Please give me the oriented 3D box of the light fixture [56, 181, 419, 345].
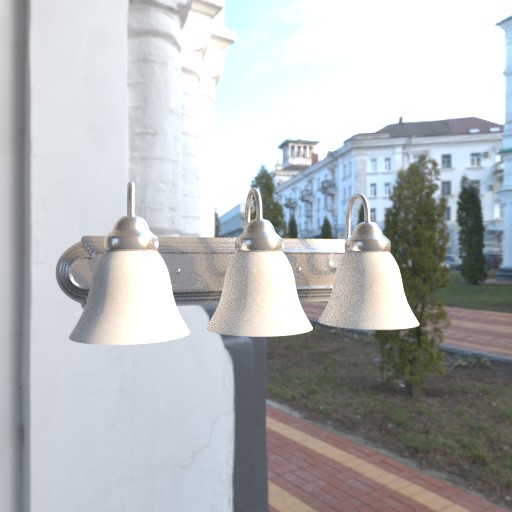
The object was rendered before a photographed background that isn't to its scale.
[{"bbox_3d":[0.000,0.000,0.707,0.610,0.222,0.199,0,0,-18],"label":"light fixture"}]
